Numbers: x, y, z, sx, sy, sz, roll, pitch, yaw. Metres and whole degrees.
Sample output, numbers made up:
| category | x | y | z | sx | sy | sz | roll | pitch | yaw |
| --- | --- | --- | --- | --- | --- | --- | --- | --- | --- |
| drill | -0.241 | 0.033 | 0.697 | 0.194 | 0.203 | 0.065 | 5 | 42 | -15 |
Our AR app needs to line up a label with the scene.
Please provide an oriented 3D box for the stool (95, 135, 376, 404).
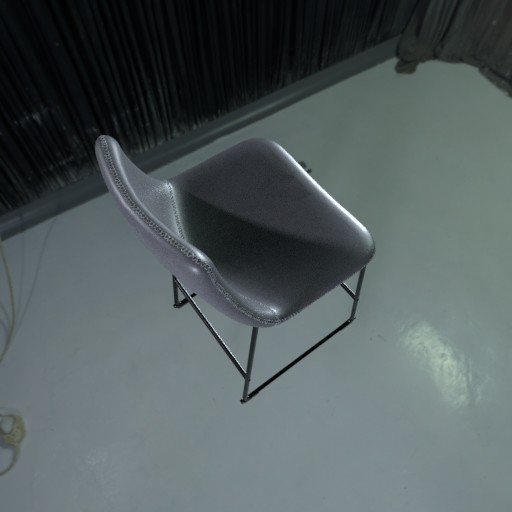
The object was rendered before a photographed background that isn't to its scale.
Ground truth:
| category | x | y | z | sx | sy | sz | roll | pitch | yaw |
| --- | --- | --- | --- | --- | --- | --- | --- | --- | --- |
| stool | 0.000 | 0.000 | 1.167 | 0.546 | 0.876 | 0.470 | -33 | 65 | -17 |
